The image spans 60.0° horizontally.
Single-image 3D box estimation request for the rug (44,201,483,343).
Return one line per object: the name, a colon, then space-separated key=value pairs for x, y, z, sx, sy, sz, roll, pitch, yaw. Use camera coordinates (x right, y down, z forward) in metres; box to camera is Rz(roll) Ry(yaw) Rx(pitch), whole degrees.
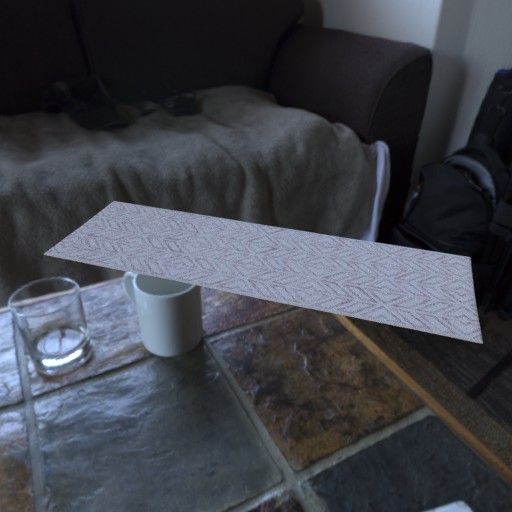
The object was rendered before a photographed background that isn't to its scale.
rug: x=0.000 y=0.000 z=2.645 sx=2.435 sy=0.009 sz=0.750 roll=10 pitch=35 yaw=15
